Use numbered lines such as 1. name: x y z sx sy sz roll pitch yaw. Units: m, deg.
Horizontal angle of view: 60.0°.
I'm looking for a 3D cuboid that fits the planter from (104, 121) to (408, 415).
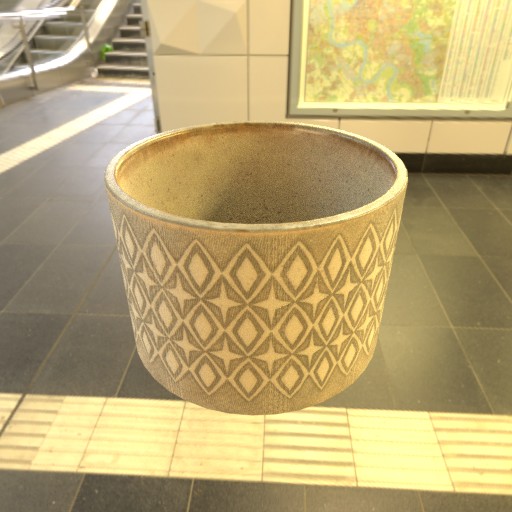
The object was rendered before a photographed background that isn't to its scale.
1. planter: 0.000 0.000 0.320 0.186 0.144 0.186 0 32 0
